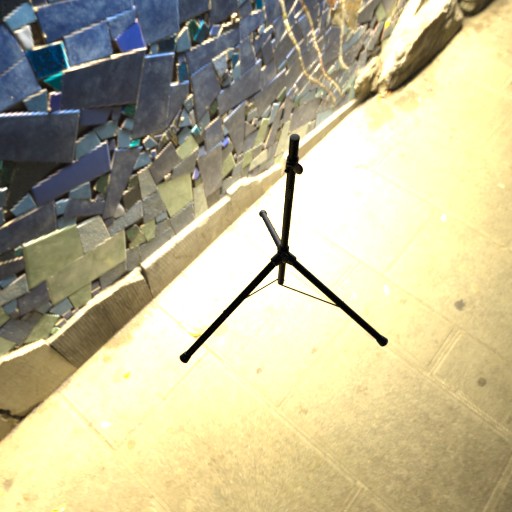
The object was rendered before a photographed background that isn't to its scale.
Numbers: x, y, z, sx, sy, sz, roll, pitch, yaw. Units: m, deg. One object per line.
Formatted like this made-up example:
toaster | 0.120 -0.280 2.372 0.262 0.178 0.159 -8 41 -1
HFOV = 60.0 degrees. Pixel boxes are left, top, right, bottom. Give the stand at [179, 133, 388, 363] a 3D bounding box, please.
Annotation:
stand | 0.000 0.000 1.846 0.907 1.136 1.045 -31 63 -18
